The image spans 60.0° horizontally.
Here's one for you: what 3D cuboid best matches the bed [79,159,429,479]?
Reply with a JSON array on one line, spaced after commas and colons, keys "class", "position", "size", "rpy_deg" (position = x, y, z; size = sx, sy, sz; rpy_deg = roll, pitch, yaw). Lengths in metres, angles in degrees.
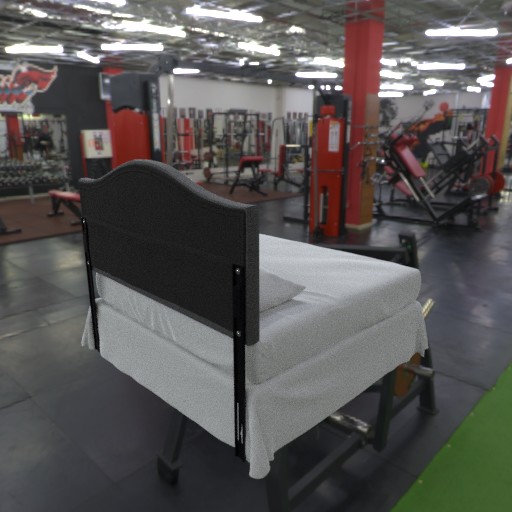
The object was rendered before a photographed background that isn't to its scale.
[{"class": "bed", "position": [0.000, 0.000, 3.695], "size": [2.219, 1.651, 2.314], "rpy_deg": [-14, 21, -42]}]
